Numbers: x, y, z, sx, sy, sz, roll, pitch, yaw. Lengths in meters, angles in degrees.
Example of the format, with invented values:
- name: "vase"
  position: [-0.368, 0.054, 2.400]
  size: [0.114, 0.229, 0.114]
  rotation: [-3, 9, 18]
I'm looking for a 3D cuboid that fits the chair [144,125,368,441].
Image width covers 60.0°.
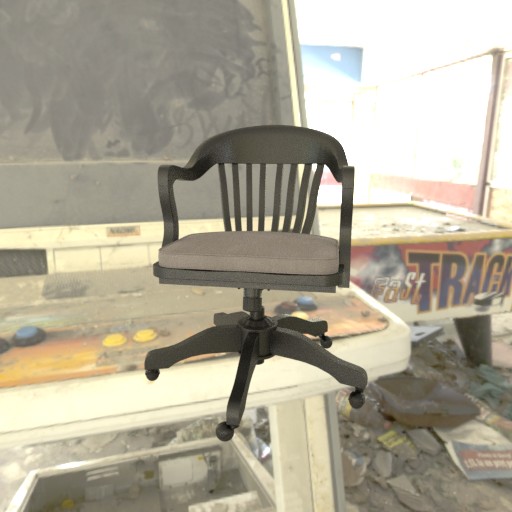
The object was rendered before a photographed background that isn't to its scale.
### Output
- name: "chair"
  position: [0.000, 0.000, 1.476]
  size: [0.750, 0.878, 0.788]
  rotation: [2, 14, 10]
